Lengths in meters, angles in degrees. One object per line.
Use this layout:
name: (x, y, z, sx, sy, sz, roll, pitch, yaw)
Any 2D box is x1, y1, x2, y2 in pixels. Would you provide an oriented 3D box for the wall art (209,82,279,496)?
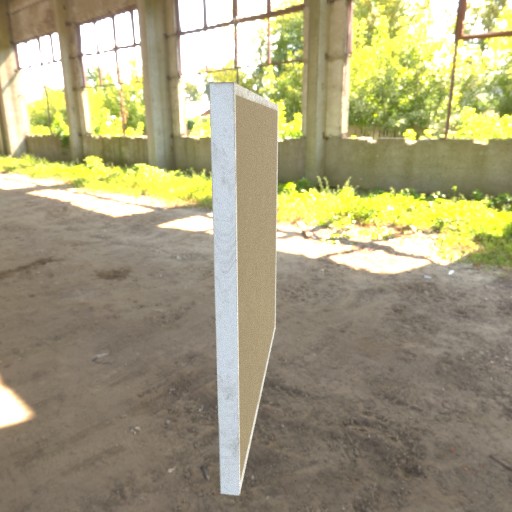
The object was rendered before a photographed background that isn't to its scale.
wall art: (0.000, 0.000, 1.125, 0.038, 0.757, 0.760, 2, 16, 7)
